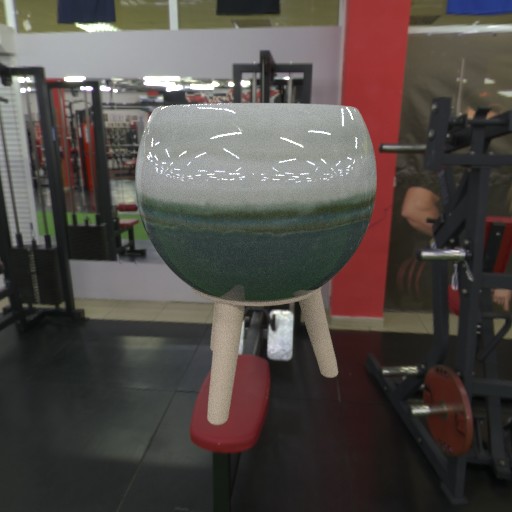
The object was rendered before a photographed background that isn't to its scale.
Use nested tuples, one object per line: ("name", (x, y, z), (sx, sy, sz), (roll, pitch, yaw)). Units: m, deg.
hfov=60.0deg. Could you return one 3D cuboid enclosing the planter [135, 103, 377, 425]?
("planter", (0.000, 0.000, 0.440), (0.222, 0.278, 0.222), (0, 16, 0))
